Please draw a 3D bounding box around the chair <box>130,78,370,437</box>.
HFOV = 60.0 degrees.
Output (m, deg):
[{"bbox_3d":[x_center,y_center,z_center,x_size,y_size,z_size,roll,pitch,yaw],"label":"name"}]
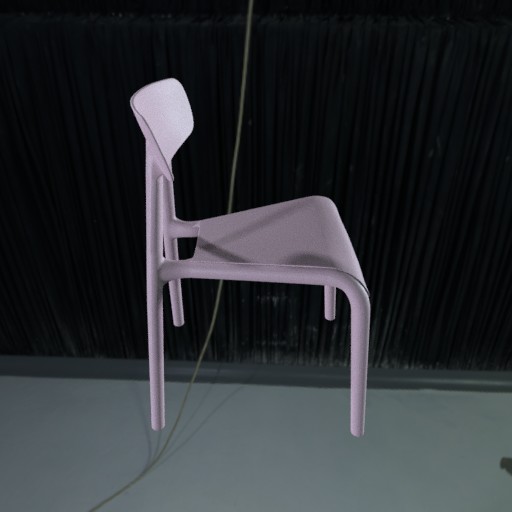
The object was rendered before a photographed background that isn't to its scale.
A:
[{"bbox_3d":[0.000,0.000,0.821,0.401,0.580,0.356,0,32,-1],"label":"chair"}]
